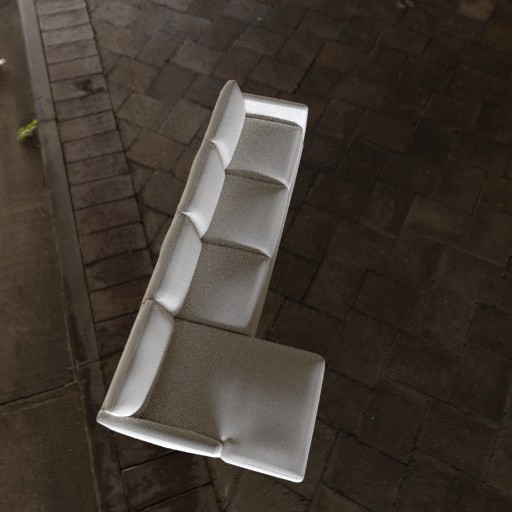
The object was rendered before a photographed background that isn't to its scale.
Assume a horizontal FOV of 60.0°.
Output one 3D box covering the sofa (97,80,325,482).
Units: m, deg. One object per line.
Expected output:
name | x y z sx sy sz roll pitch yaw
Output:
sofa | 0.000 0.000 3.746 1.467 0.875 3.186 12 65 6
